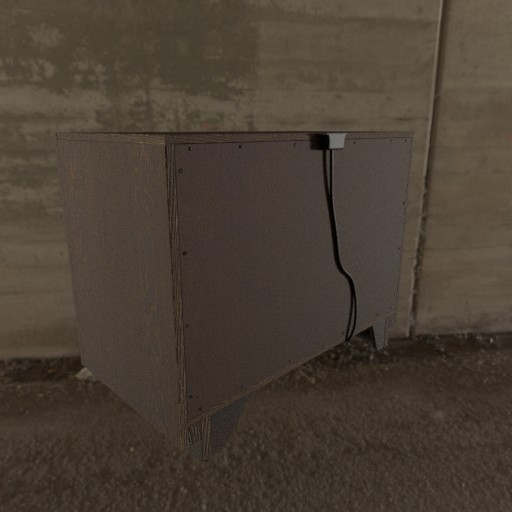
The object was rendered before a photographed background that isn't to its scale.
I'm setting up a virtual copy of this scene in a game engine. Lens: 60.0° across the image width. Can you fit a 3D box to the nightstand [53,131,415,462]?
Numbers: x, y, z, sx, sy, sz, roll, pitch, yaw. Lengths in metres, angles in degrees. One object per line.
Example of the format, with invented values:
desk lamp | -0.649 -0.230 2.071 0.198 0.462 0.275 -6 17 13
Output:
nightstand | 0.000 0.000 1.136 0.775 0.612 0.457 -15 22 -42
